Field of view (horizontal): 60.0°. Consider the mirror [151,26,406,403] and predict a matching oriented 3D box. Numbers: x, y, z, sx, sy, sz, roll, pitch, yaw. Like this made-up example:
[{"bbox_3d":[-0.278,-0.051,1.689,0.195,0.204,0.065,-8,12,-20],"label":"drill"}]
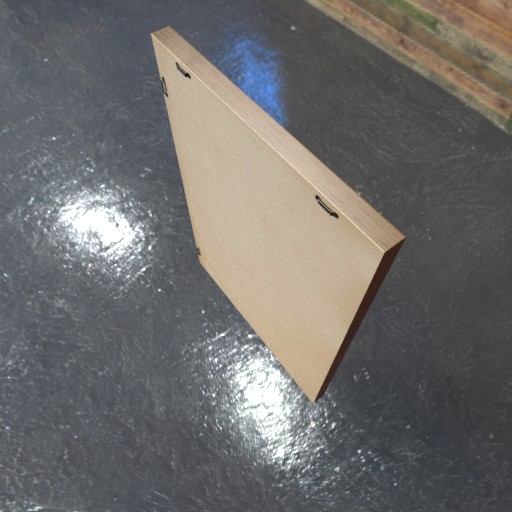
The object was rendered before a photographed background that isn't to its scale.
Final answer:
[{"bbox_3d":[0.000,0.000,0.898,0.039,0.711,0.508,-33,64,-18],"label":"mirror"}]
